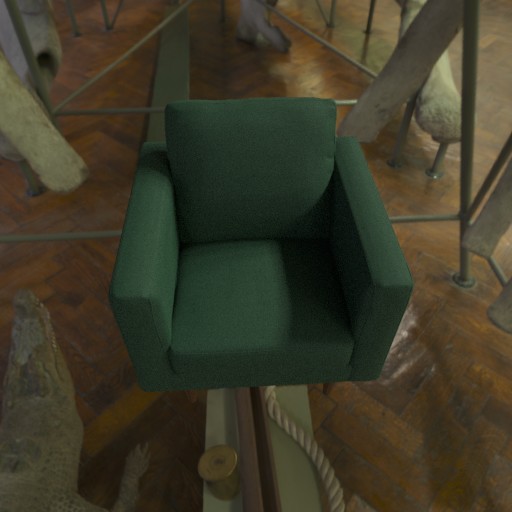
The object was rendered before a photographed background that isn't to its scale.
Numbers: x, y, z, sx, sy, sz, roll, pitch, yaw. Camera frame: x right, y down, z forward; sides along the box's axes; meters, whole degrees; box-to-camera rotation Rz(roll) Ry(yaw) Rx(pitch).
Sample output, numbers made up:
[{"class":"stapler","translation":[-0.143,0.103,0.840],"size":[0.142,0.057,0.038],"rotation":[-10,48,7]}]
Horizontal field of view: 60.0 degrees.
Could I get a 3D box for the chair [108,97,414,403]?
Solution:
[{"class":"chair","translation":[0.000,0.000,1.615],"size":[0.855,0.927,0.800],"rotation":[-2,46,-2]}]
